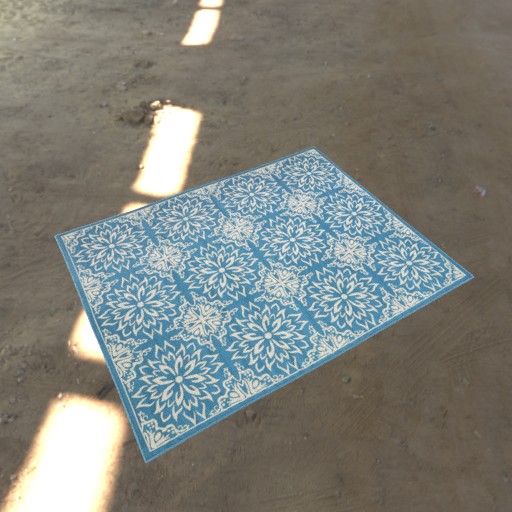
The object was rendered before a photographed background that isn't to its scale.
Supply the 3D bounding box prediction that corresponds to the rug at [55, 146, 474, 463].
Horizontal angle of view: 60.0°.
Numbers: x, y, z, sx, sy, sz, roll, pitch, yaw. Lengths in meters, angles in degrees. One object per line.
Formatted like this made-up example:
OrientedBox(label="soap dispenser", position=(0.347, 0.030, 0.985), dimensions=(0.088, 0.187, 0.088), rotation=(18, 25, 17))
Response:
OrientedBox(label="rug", position=(0.000, 0.000, 3.941), dimensions=(2.964, 0.018, 2.350), rotation=(-23, 50, -21))
